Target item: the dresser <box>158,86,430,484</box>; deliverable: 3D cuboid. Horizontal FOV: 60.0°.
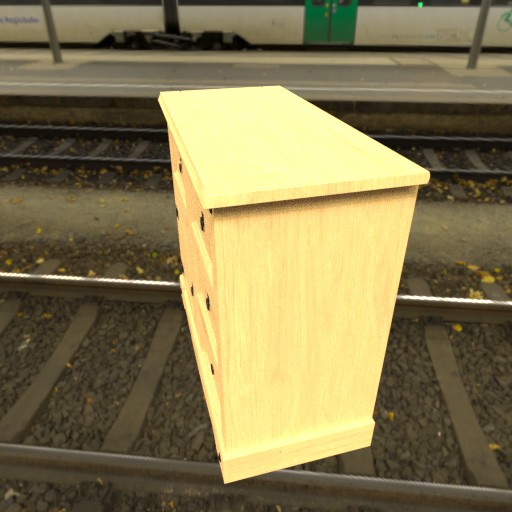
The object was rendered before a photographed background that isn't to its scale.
[{"bbox_3d":[0.000,0.000,1.389,0.440,0.835,0.915,-8,32,-13],"label":"dresser"}]
